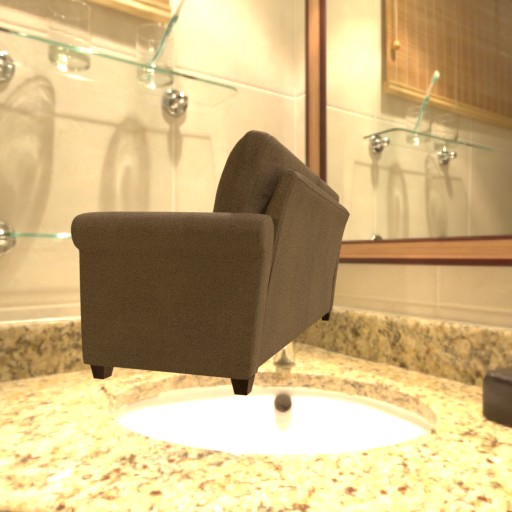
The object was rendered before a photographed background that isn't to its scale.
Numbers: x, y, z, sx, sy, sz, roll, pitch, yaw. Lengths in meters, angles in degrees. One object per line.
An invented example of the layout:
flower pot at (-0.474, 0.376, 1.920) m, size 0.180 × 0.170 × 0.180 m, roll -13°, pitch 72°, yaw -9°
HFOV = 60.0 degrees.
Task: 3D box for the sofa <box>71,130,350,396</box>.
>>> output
sofa at (0.000, 0.000, 2.449) m, size 0.842 × 0.942 × 1.935 m, roll 0°, pitch 0°, yaw 18°
